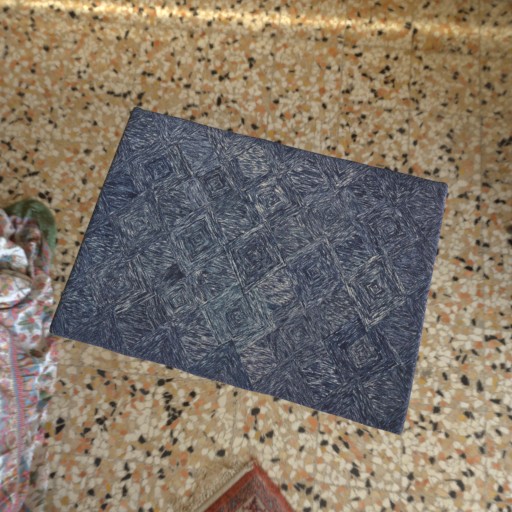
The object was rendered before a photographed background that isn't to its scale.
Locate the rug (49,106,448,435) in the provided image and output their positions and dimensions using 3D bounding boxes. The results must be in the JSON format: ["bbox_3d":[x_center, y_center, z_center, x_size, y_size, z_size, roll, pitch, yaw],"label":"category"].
[{"bbox_3d":[0.000,0.000,4.142,3.245,0.024,2.385,15,77,4],"label":"rug"}]
